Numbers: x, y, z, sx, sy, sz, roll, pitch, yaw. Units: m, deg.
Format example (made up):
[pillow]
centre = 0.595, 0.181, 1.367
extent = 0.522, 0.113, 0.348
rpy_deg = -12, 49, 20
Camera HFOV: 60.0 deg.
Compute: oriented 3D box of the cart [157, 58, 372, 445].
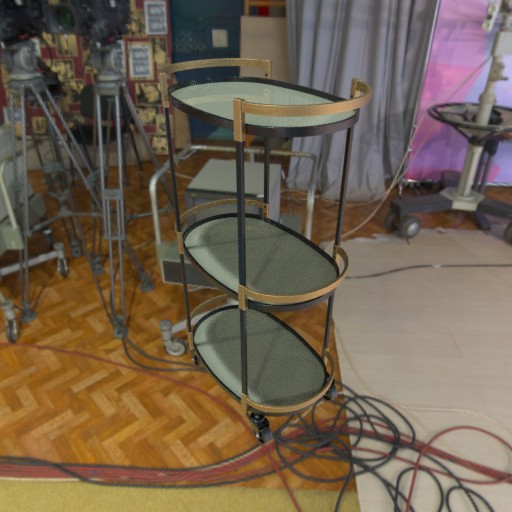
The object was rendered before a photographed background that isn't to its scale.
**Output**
[cart]
centre = 0.000, 0.000, 1.156
extent = 0.311, 0.885, 0.515
rpy_deg = -21, 38, -30
